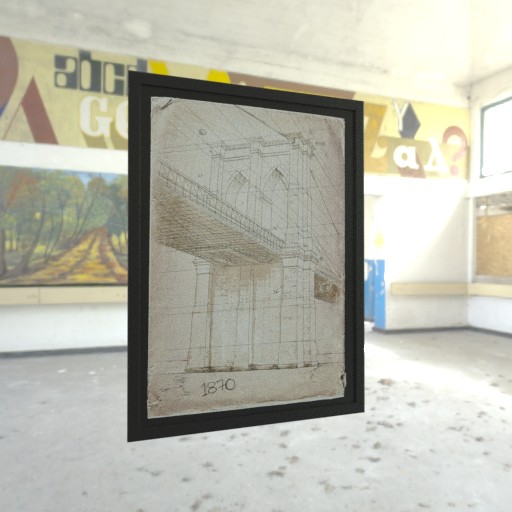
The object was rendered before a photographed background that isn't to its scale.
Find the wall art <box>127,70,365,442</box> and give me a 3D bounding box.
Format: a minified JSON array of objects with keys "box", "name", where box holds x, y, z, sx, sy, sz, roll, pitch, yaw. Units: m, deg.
[{"box":[0.000,0.000,1.270,0.707,0.967,0.013,0,-1,-19],"name":"wall art"}]
